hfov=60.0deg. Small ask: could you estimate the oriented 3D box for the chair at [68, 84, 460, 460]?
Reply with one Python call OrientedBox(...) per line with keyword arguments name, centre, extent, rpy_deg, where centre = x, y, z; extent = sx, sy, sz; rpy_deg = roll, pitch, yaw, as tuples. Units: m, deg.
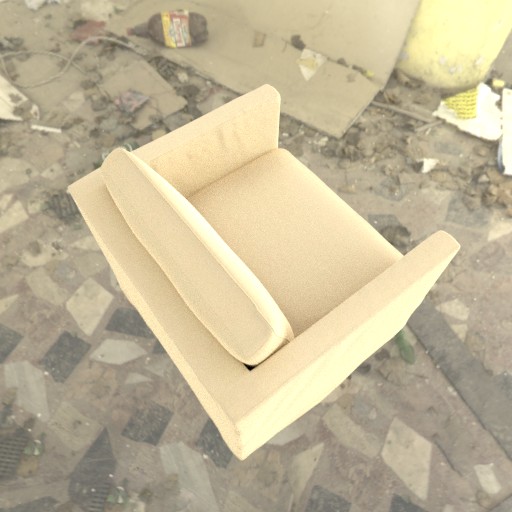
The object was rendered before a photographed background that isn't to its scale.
OrientedBox(name="chair", centre=(0.000, 0.000, 1.737), extent=(0.947, 0.851, 1.057), rpy_deg=(-33, 64, -18))
